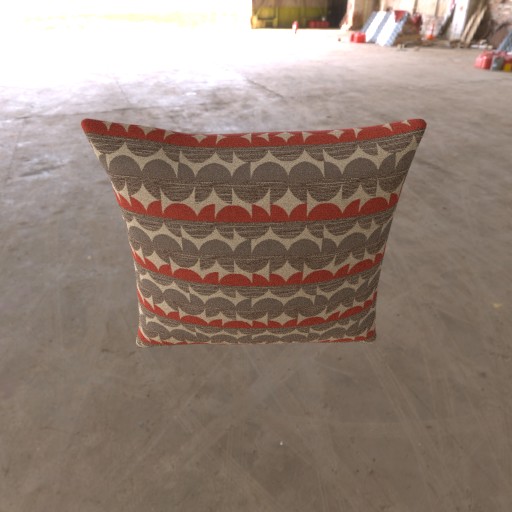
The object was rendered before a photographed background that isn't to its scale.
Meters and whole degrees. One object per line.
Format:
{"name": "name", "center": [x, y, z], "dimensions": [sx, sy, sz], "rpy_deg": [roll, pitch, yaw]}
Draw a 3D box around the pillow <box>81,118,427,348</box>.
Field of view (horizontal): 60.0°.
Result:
{"name": "pillow", "center": [0.000, 0.000, 0.651], "dimensions": [0.420, 0.410, 0.180], "rpy_deg": [0, 31, 0]}
